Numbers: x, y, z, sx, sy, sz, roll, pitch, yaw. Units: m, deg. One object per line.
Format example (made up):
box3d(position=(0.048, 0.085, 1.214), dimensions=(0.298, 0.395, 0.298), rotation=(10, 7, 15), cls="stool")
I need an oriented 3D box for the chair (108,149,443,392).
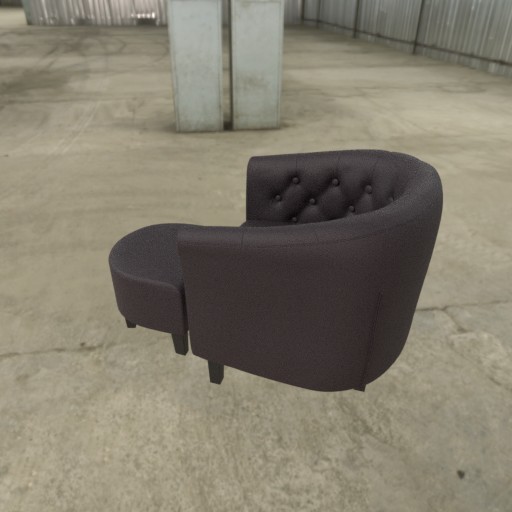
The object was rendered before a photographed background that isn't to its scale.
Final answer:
box3d(position=(0.000, 0.000, 1.649), dimensions=(1.191, 0.760, 0.763), rotation=(9, 32, 15), cls="chair")
